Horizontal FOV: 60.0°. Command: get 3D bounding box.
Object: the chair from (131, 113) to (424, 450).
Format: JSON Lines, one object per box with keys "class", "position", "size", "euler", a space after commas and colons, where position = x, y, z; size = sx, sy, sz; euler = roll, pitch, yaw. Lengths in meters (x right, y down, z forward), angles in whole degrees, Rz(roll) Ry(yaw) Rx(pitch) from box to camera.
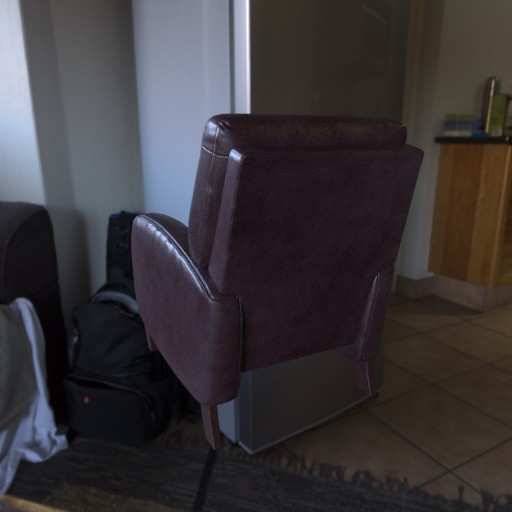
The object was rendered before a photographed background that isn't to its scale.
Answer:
{"class": "chair", "position": [0.000, 0.000, 1.677], "size": [0.762, 0.990, 0.990], "euler": [-8, 17, -27]}
